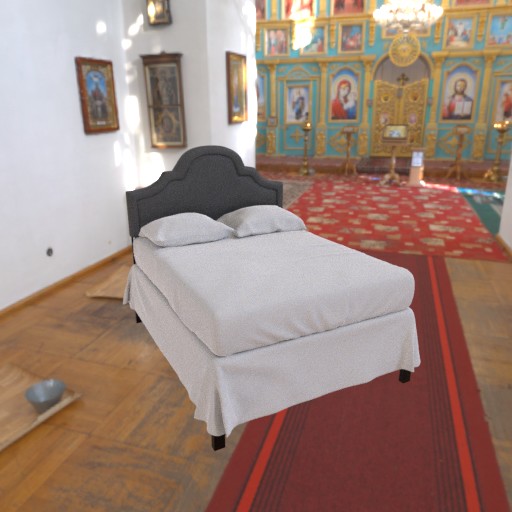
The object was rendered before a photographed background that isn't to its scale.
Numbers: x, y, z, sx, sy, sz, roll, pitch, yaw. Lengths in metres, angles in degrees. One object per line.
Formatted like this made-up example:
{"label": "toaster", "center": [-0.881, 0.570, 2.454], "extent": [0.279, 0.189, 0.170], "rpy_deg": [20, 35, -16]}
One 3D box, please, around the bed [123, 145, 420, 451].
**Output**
{"label": "bed", "center": [0.000, 0.000, 3.563], "extent": [1.780, 1.634, 2.222], "rpy_deg": [-9, 19, -26]}
